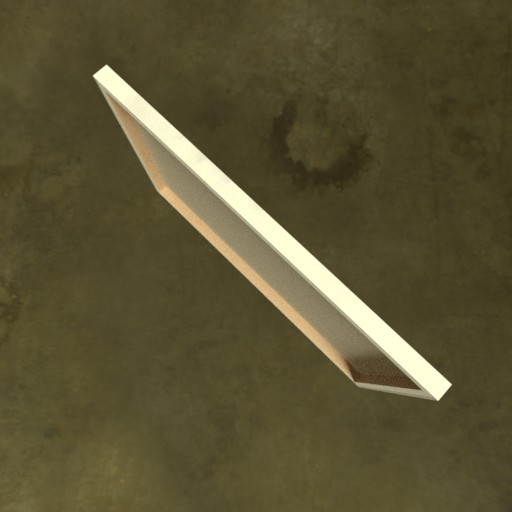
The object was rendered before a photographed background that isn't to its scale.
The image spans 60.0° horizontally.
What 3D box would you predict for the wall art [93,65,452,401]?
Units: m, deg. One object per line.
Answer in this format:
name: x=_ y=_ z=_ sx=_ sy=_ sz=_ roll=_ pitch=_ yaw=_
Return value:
wall art: x=0.000 y=0.000 z=1.139 sx=0.915 sy=0.610 sz=0.038 roll=44 pitch=80 yaw=10
